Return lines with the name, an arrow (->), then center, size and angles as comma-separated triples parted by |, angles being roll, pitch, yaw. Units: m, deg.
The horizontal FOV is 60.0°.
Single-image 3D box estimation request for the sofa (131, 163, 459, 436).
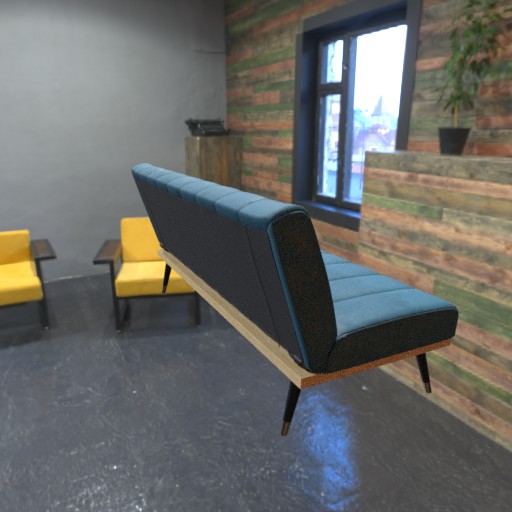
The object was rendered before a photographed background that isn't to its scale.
sofa -> 0.000, 0.000, 2.237 | 0.830, 0.825, 1.810 | -8, 18, -26
